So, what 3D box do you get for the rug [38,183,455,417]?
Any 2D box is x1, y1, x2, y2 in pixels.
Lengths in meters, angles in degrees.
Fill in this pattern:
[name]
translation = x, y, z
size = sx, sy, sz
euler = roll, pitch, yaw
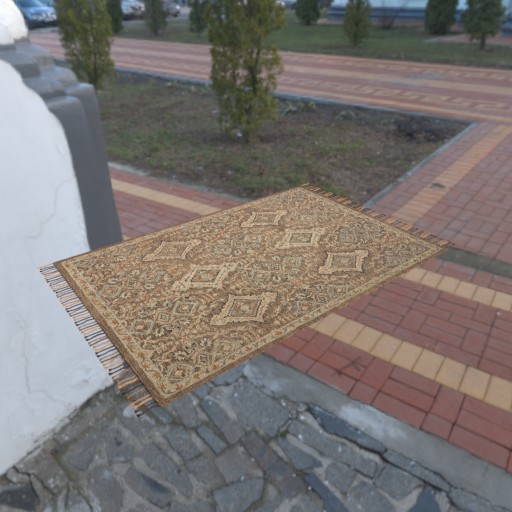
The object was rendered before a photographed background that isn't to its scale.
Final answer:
[rug]
translation = 0.000, 0.000, 3.021
size = 2.434, 0.010, 1.516
euler = -22, 37, -32
